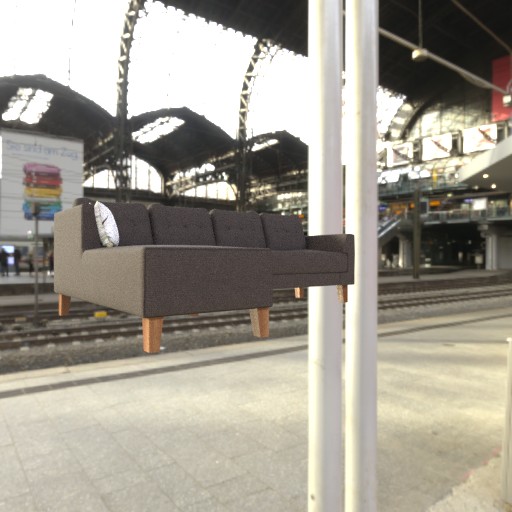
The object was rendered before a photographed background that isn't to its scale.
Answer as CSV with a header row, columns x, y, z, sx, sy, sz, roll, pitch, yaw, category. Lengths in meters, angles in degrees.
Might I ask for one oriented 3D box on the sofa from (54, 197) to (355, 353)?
x,y,z,sx,sy,sz,roll,pitch,yaw,category
0.000,0.000,3.583,2.679,0.932,1.829,0,0,-37,sofa
